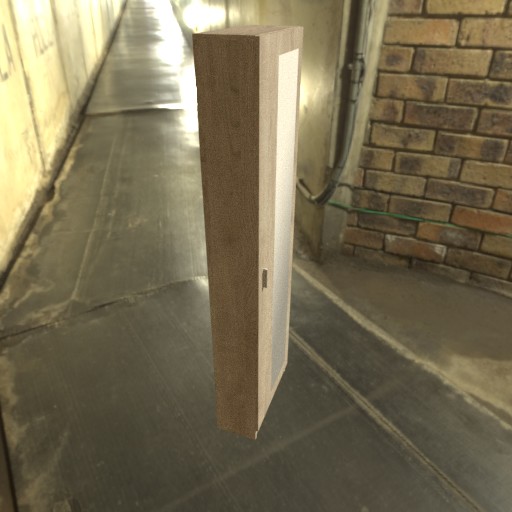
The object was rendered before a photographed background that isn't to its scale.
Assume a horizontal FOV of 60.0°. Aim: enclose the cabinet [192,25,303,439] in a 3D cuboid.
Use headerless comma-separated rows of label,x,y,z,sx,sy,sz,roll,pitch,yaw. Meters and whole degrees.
cabinet,0.000,0.000,1.964,0.230,1.790,0.500,10,32,17
